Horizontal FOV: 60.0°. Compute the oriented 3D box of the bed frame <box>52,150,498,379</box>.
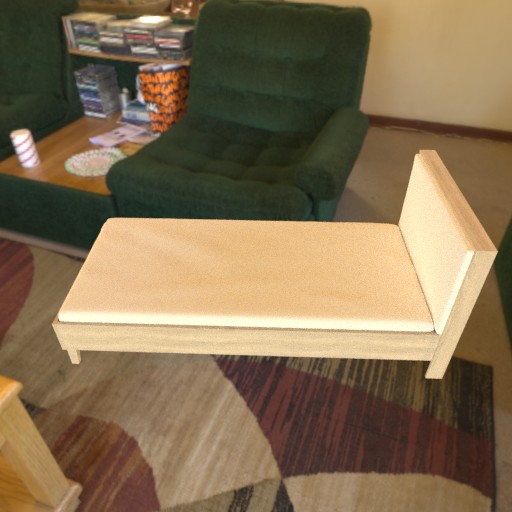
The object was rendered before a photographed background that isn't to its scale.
[{"bbox_3d":[0.000,0.000,2.631,2.140,0.920,0.990,1,39,2],"label":"bed frame"}]
